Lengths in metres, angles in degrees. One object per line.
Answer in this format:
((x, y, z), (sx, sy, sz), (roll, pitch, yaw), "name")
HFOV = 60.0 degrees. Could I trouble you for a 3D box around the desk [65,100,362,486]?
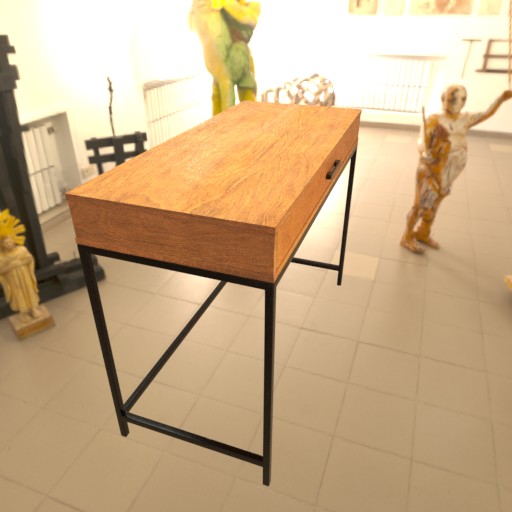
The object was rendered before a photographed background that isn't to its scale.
((0.000, 0.000, 1.449), (0.470, 0.762, 1.016), (10, 32, 17), "desk")
